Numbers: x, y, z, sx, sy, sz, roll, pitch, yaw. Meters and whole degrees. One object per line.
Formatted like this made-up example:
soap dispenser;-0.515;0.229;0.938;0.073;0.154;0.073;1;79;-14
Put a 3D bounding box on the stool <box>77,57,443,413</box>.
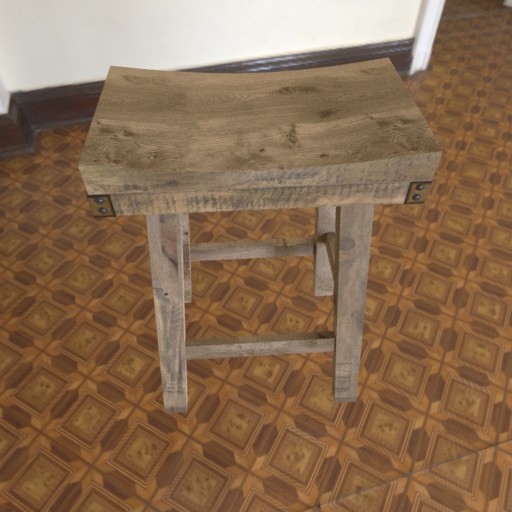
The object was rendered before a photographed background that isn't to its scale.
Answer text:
stool;0.000;0.000;0.850;0.450;0.635;0.330;-3;48;-2
